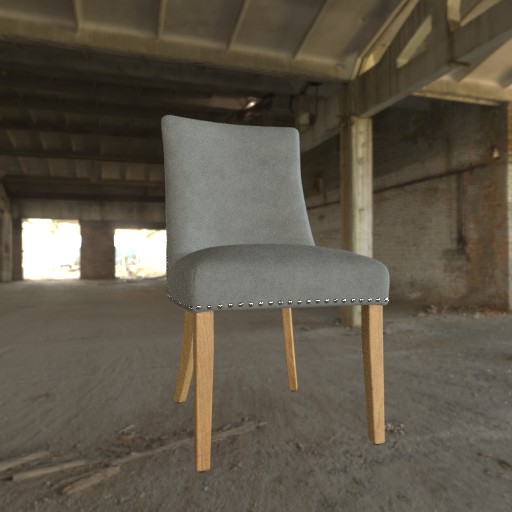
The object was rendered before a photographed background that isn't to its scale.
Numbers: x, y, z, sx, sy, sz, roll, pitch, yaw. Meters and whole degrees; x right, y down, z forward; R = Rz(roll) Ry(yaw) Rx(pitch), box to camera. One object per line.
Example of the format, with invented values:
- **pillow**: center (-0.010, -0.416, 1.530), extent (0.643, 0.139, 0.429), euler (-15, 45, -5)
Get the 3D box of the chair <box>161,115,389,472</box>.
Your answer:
- **chair**: center (0.000, 0.000, 1.258), extent (0.495, 0.902, 0.610), euler (0, 0, -18)
